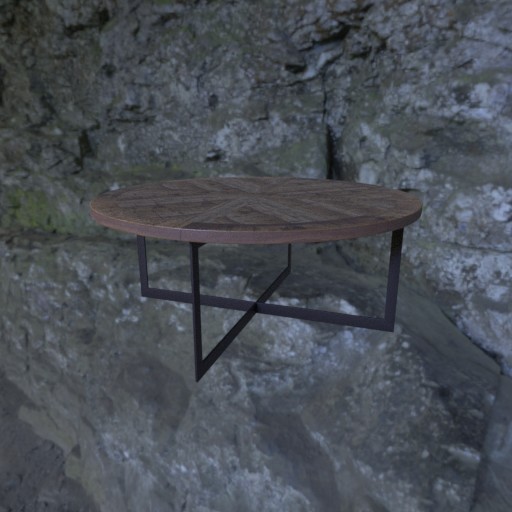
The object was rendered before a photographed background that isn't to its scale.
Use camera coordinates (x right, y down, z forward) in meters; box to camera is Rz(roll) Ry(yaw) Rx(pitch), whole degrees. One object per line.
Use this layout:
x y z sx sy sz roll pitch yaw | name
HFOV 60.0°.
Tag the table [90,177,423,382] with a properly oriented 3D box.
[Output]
0.000 0.000 1.860 1.264 0.516 1.264 0 17 0 | table
